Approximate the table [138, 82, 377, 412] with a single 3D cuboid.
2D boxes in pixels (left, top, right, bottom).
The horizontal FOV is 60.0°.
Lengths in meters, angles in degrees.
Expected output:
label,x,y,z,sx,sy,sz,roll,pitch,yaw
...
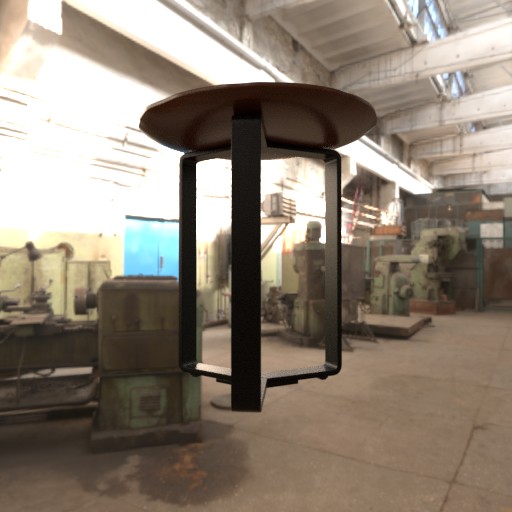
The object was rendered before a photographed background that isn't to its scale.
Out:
label,x,y,z,sx,sy,sz,roll,pitch,yaw
table,0.000,0.000,0.770,0.410,0.450,0.380,0,-1,35
